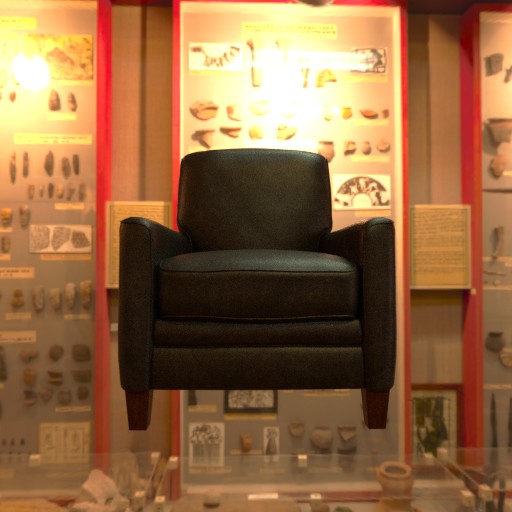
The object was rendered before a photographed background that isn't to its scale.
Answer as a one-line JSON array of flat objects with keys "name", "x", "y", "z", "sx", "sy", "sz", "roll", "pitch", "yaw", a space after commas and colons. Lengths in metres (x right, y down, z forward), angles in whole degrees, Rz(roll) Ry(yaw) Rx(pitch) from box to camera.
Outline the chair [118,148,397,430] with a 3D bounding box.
[{"name": "chair", "x": 0.000, "y": 0.000, "z": 1.657, "sx": 0.848, "sy": 1.014, "sz": 0.864, "roll": 0, "pitch": -1, "yaw": -1}]
